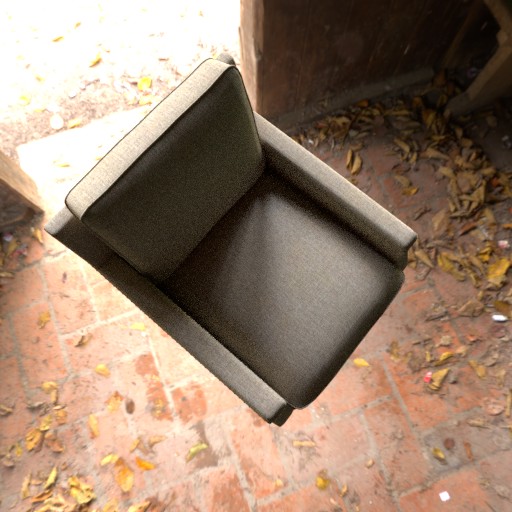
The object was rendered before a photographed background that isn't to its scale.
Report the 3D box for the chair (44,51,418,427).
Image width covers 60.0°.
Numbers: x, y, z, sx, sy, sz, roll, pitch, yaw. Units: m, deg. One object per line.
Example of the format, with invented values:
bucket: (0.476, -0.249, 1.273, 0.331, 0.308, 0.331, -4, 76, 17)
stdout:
chair: (0.000, 0.000, 1.673, 1.014, 0.943, 0.853, 39, 78, 10)
